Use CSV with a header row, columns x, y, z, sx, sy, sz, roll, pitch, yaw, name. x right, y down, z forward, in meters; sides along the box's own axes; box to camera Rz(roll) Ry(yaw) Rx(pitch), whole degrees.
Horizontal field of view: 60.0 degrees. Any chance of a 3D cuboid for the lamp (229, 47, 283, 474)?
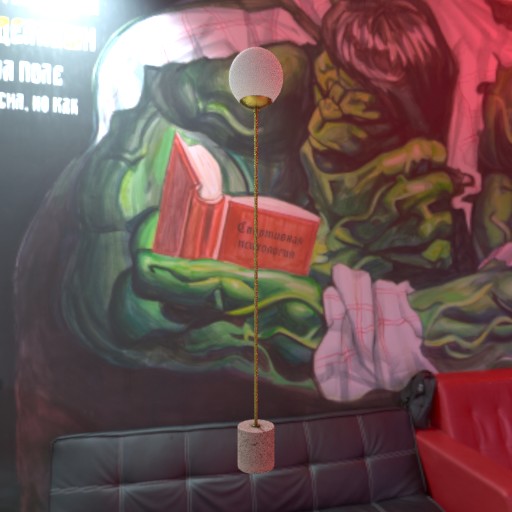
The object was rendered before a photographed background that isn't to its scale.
x,y,z,sx,sy,sz,roll,pitch,yaw,name
0.000,0.000,1.865,0.229,1.748,0.229,0,-1,19,lamp
